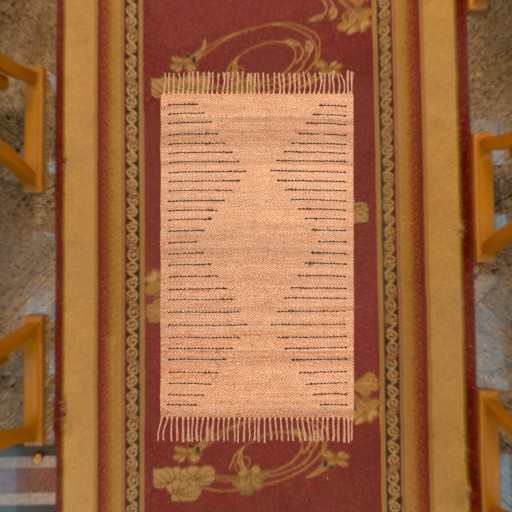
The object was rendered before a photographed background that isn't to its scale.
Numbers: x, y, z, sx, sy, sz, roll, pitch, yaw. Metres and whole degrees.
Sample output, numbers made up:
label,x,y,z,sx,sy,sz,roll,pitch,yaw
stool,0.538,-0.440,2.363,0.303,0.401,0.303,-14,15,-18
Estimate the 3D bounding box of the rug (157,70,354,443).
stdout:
label,x,y,z,sx,sy,sz,roll,pitch,yaw
rug,0.000,0.000,2.038,0.905,0.017,1.718,0,90,0
